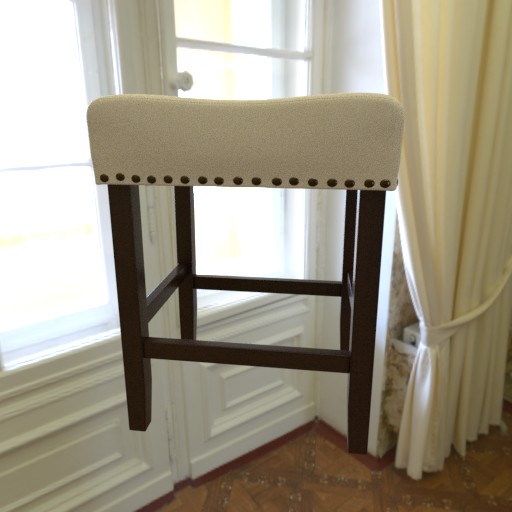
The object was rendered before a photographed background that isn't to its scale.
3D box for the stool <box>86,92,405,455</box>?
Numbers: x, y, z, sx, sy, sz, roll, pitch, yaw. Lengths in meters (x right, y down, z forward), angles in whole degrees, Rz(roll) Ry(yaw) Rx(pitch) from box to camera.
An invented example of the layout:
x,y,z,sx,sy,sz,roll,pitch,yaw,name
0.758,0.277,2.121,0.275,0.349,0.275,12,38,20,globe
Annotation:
x,y,z,sx,sy,sz,roll,pitch,yaw,name
0.000,0.000,0.904,0.471,0.609,0.401,2,18,8,stool
